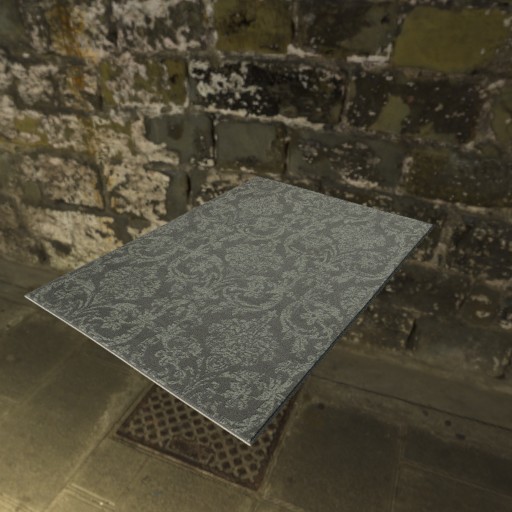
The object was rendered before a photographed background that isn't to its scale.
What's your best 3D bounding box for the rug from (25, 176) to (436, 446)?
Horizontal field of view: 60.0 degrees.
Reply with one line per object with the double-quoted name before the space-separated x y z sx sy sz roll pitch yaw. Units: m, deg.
"rug" 0.000 0.000 2.822 1.578 0.014 2.206 21 38 30
